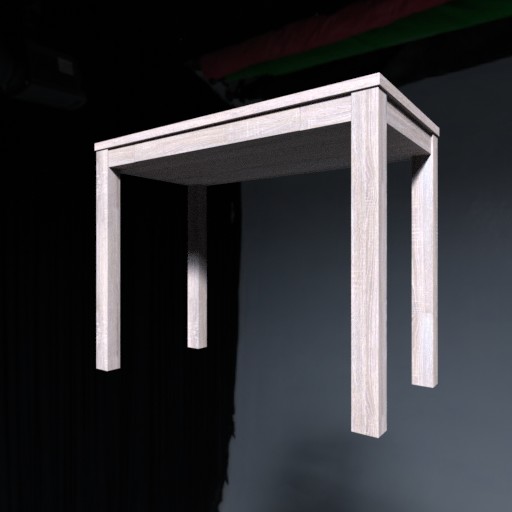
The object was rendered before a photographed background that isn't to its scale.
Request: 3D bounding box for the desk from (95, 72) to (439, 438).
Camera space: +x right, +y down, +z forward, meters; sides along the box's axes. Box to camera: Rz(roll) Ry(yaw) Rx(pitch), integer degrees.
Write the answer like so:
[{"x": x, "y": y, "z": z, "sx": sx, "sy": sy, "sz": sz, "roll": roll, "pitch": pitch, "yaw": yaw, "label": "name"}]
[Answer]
[{"x": 0.000, "y": 0.000, "z": 1.411, "sx": 0.991, "sy": 0.762, "sz": 0.495, "roll": 0, "pitch": 0, "yaw": 36, "label": "desk"}]
